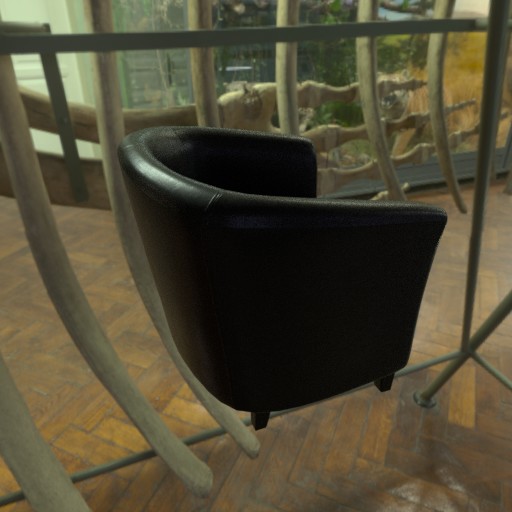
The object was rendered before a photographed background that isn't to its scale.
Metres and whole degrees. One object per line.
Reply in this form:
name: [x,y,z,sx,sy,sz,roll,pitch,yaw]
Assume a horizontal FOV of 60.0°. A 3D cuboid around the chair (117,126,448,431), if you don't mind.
chair: [0.000,0.000,1.382,0.727,0.756,0.793,-10,31,-18]
